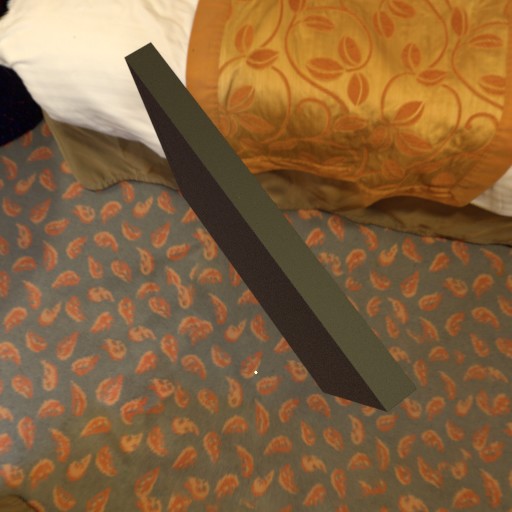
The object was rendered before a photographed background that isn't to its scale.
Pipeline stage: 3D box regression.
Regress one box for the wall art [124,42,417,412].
[{"bbox_3d":[0.000,0.000,0.533,0.029,0.330,0.381,-34,78,-8],"label":"wall art"}]
